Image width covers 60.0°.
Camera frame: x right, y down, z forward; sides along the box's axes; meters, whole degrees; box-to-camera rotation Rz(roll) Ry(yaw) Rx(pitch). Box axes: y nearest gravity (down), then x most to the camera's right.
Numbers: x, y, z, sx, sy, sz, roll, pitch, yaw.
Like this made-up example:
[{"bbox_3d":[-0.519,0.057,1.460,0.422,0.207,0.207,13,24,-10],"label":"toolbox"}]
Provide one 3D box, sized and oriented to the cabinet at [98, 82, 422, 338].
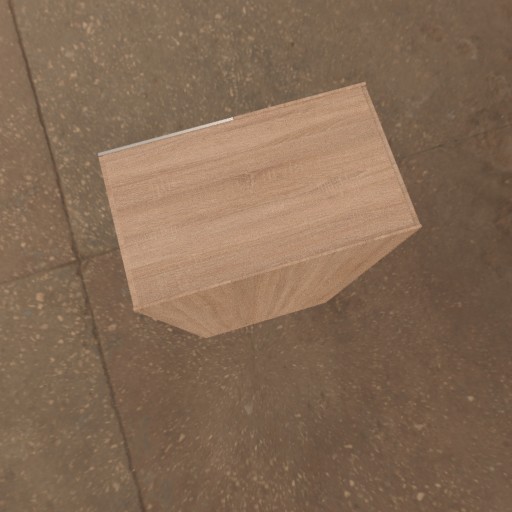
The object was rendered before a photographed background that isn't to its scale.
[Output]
[{"bbox_3d":[0.000,0.000,2.562,1.001,2.121,0.590,-16,78,-4],"label":"cabinet"}]
